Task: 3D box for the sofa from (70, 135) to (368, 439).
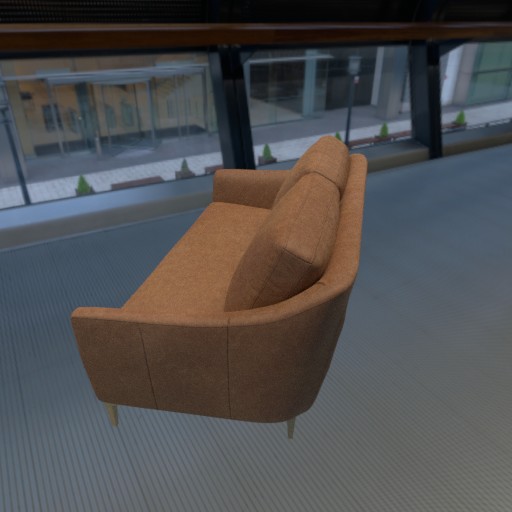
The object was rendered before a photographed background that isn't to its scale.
[{"bbox_3d":[0.000,0.000,2.166,0.960,0.902,1.619,7,30,12],"label":"sofa"}]
